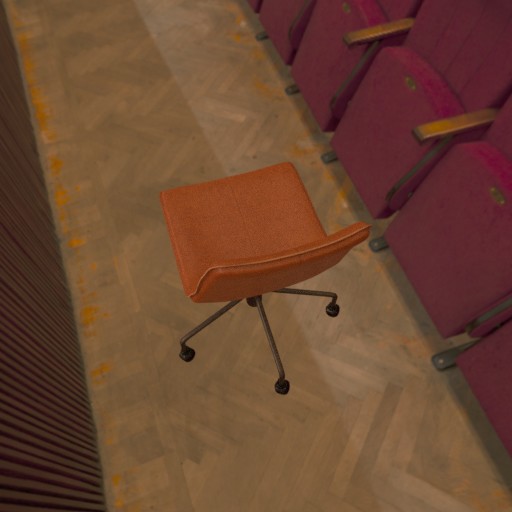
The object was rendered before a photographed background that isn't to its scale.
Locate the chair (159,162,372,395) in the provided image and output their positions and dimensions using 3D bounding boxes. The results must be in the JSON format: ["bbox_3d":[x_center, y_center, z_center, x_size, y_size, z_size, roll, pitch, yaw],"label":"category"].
[{"bbox_3d":[0.000,0.000,1.382,0.651,0.920,0.660,-15,59,-9],"label":"chair"}]
